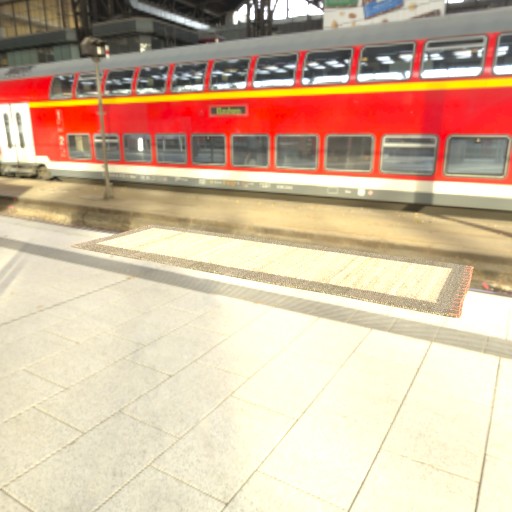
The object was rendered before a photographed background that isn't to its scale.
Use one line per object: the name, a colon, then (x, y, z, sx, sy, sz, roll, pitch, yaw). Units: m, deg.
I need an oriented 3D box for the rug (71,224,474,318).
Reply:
rug: (0.000, 0.000, 2.759, 2.413, 0.016, 0.810, 9, 18, 28)
